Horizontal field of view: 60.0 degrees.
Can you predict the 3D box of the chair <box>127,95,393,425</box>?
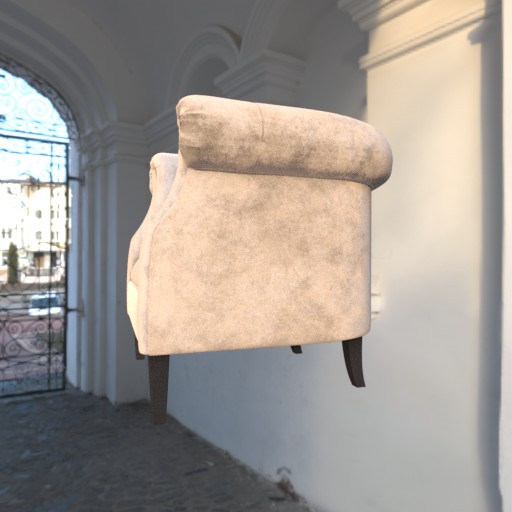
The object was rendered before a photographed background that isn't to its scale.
[{"bbox_3d":[0.000,0.000,1.555,0.851,0.826,0.904,0,1,-18],"label":"chair"}]
